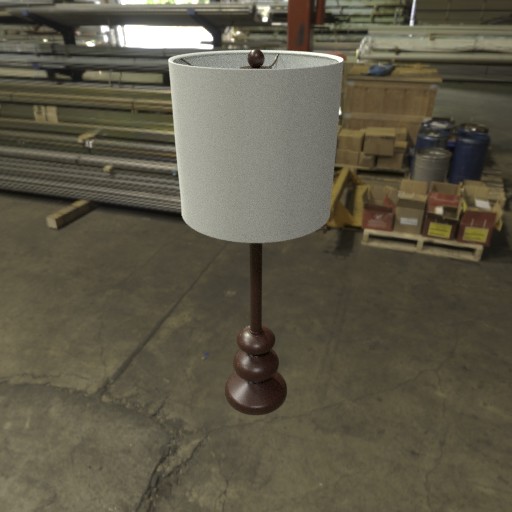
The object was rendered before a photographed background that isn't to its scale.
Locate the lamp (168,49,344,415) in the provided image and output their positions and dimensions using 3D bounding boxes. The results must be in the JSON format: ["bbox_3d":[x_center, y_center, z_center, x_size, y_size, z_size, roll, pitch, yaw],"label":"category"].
[{"bbox_3d":[0.000,0.000,0.813,0.254,0.690,0.254,9,31,16],"label":"lamp"}]
